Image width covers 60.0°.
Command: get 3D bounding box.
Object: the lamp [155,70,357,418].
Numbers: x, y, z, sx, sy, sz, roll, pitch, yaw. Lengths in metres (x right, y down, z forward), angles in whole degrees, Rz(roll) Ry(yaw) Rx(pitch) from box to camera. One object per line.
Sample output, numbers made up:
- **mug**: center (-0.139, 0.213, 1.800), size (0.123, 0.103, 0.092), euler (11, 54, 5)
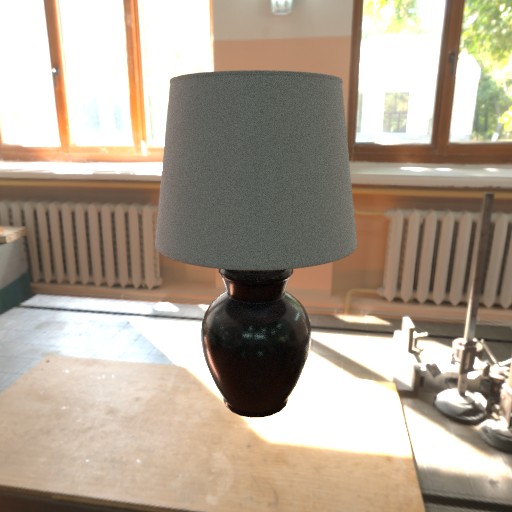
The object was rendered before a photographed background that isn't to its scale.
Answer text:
- **lamp**: center (0.000, 0.000, 0.543), size (0.239, 0.399, 0.239), euler (0, 16, 0)
